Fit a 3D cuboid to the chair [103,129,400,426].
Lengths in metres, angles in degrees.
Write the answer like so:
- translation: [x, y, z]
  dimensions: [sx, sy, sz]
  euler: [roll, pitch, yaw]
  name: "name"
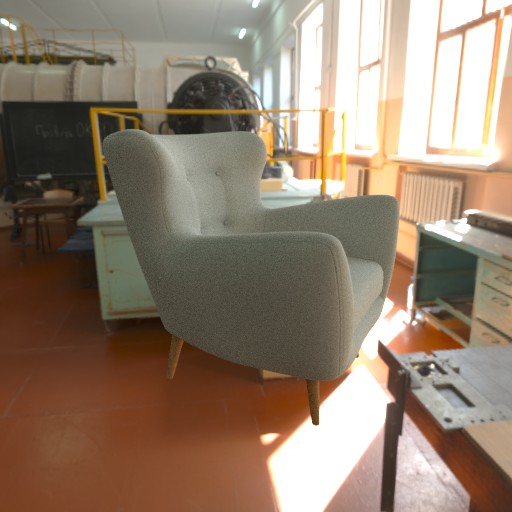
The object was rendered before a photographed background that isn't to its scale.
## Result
- translation: [0.000, 0.000, 1.627]
  dimensions: [0.889, 0.889, 0.890]
  euler: [7, 17, 26]
  name: "chair"
